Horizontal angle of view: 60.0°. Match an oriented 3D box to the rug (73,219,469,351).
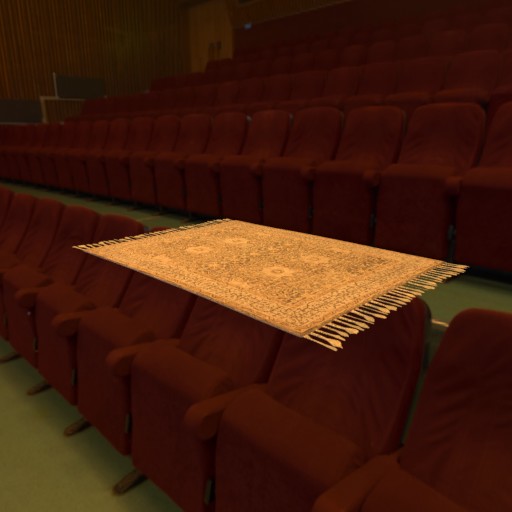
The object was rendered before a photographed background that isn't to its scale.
[{"bbox_3d":[0.000,0.000,3.206,2.465,0.023,1.619,15,22,42],"label":"rug"}]
